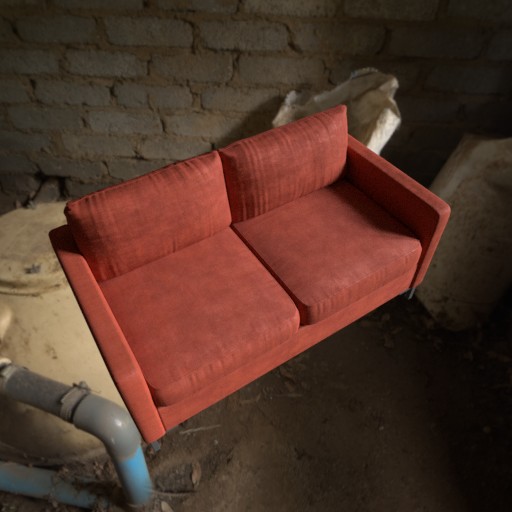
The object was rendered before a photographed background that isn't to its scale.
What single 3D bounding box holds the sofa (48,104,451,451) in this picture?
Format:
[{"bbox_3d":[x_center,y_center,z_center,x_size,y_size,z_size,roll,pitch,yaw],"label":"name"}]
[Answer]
[{"bbox_3d":[0.000,0.000,2.076,1.574,0.896,0.864,-25,51,-22],"label":"sofa"}]
